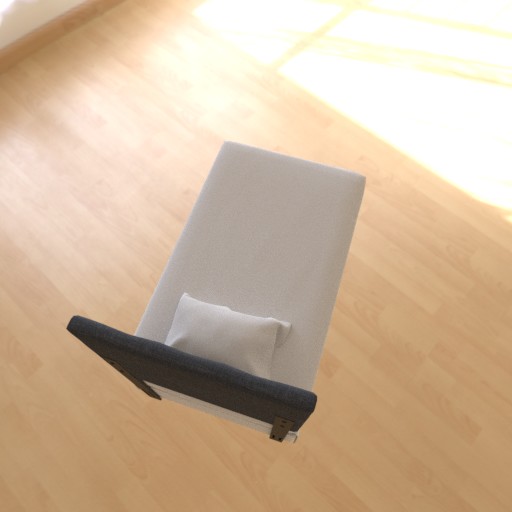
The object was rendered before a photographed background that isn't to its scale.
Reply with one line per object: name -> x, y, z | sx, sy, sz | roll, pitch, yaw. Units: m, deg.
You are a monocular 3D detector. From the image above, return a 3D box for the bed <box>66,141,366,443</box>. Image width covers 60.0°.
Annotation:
bed -> 0.000, 0.000, 2.982 | 1.261, 1.571, 1.997 | 16, 64, 8
